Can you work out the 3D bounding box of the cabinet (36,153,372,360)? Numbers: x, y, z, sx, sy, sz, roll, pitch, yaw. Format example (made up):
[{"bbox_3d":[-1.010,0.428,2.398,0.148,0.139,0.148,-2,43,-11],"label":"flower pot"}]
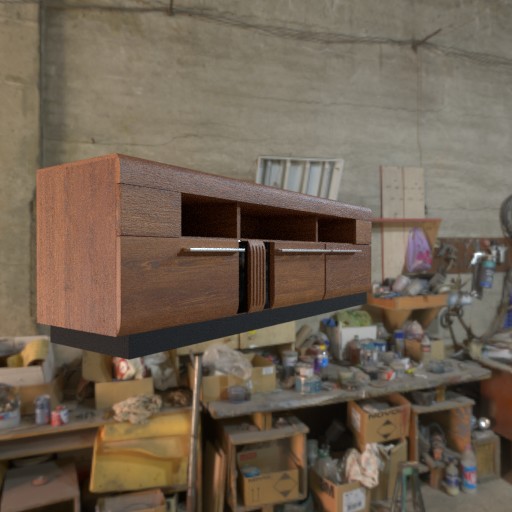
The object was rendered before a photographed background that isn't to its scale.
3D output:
[{"bbox_3d":[0.000,0.000,1.819,0.419,0.510,1.600,0,0,36],"label":"cabinet"}]
